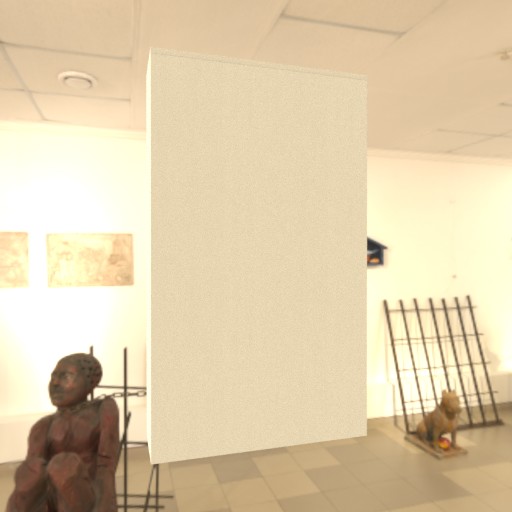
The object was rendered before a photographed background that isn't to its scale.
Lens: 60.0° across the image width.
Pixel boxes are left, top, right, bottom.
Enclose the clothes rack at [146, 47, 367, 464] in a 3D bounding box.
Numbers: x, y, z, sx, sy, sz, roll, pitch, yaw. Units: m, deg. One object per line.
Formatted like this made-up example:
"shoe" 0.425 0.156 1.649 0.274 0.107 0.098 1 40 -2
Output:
"clothes rack" 0.000 0.000 1.587 0.750 1.280 0.250 0 0 -17
